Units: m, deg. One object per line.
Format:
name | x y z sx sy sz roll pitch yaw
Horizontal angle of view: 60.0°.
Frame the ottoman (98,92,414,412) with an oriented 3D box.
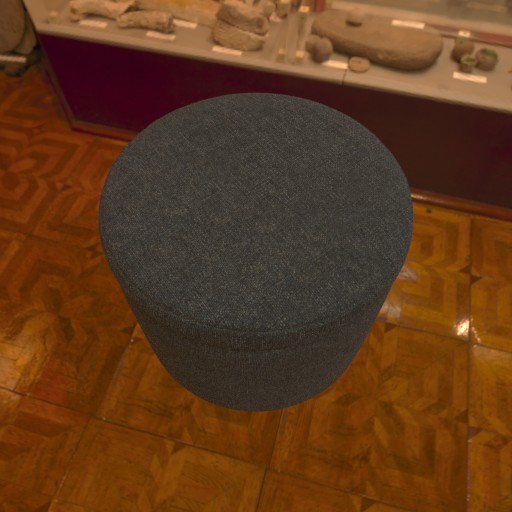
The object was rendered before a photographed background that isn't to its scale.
ottoman | 0.000 0.000 0.890 0.520 0.430 0.520 0 57 0
